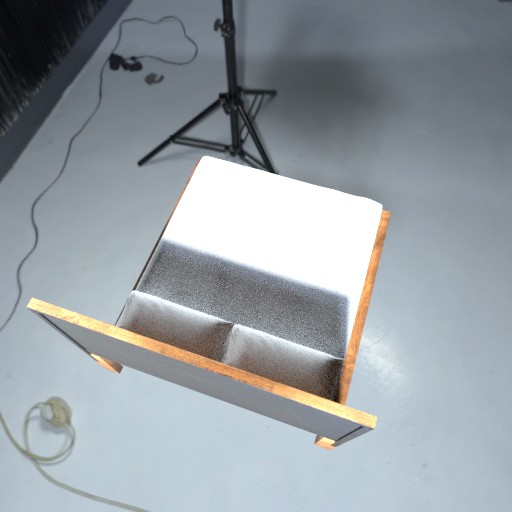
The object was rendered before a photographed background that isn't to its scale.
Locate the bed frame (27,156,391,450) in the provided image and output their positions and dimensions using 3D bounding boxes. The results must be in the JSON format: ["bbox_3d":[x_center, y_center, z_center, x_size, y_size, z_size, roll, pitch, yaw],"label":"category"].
[{"bbox_3d":[0.000,0.000,3.570,2.038,1.537,2.235,17,64,9],"label":"bed frame"}]
